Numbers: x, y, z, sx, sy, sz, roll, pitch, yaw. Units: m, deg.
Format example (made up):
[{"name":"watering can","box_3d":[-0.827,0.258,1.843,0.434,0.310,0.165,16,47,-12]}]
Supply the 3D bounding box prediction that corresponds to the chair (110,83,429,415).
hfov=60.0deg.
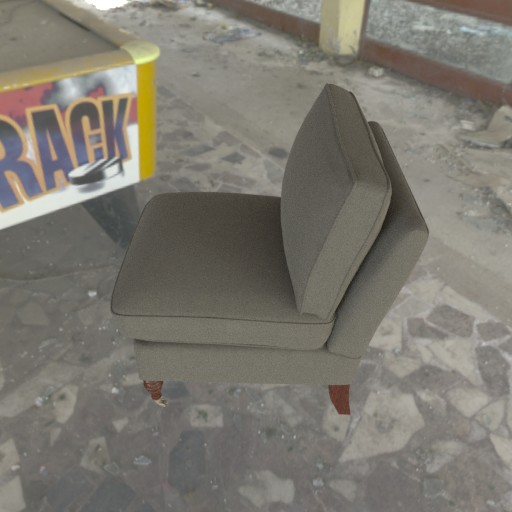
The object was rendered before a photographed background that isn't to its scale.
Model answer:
[{"name":"chair","box_3d":[0.000,0.000,1.647,0.924,1.045,0.724,1,40,1]}]
